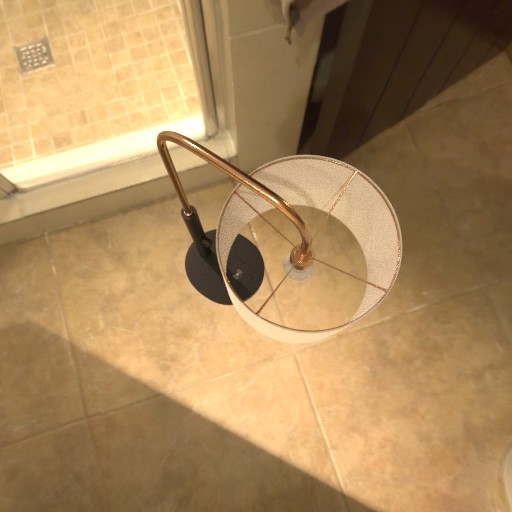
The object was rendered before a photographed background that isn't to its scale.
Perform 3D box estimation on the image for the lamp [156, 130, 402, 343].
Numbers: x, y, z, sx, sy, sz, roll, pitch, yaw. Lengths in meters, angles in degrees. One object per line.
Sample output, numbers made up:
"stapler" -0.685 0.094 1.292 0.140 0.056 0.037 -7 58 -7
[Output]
"lamp" 0.000 0.000 0.693 0.337 0.540 0.199 34 78 9
